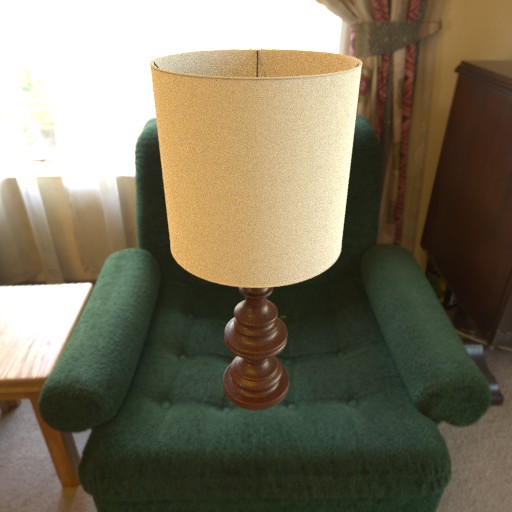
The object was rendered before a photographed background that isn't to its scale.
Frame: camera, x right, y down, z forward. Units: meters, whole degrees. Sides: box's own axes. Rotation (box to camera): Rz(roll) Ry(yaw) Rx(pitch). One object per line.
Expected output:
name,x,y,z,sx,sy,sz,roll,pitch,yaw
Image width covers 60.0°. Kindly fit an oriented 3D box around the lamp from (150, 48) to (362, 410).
lamp,0.000,0.000,0.559,0.208,0.455,0.208,-10,32,-16
